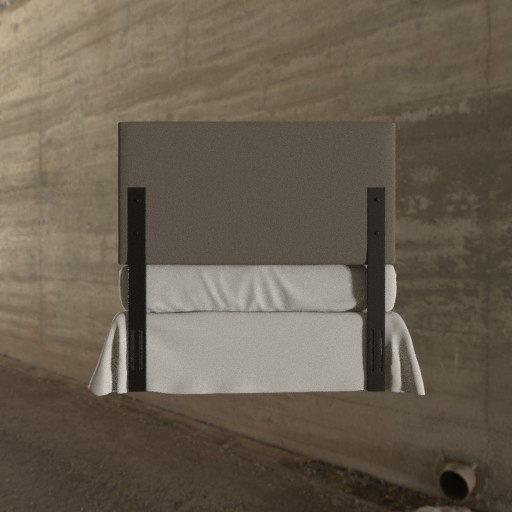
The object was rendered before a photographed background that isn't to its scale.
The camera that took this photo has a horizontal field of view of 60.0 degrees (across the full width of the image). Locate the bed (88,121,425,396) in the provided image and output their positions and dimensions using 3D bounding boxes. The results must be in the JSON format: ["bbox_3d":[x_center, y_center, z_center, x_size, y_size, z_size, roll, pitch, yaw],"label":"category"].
[{"bbox_3d":[0.000,0.000,3.595,1.936,1.577,2.222,0,0,0],"label":"bed"}]
